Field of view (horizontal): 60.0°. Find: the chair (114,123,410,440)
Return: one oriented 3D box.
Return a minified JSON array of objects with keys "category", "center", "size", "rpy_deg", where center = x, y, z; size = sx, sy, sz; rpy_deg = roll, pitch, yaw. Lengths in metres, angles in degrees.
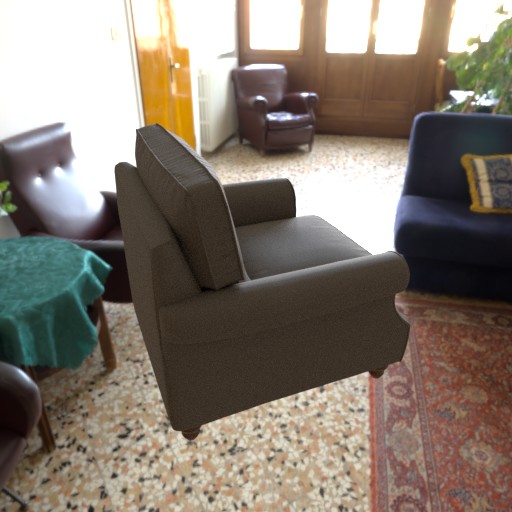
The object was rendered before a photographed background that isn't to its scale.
[{"category":"chair","center":[0.000,0.000,1.809],"size":[0.966,0.967,1.029],"rpy_deg":[-11,30,-20]}]
